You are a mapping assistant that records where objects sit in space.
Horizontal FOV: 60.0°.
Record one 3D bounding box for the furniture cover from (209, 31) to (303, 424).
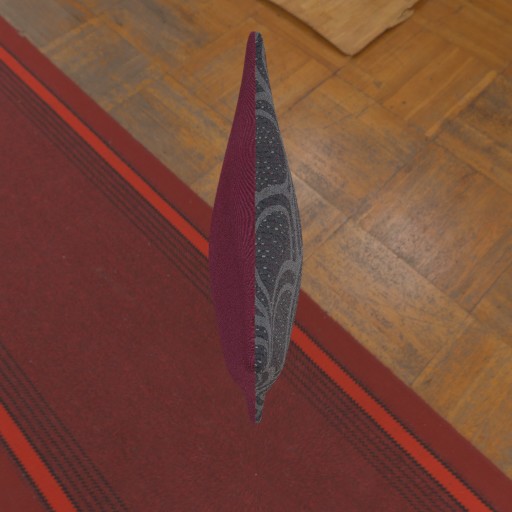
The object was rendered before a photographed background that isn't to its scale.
[{"bbox_3d":[0.000,0.000,0.790,0.163,0.513,0.514,0,64,0],"label":"furniture cover"}]
